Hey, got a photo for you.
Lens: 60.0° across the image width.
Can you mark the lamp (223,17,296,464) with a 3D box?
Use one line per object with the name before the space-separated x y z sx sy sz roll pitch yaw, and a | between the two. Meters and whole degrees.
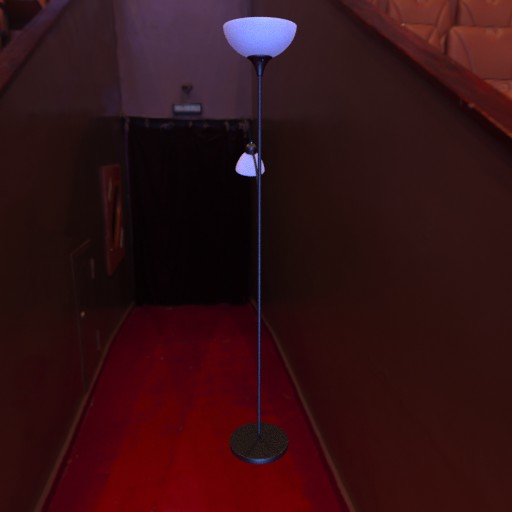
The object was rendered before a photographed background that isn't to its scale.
lamp | 0.000 0.000 1.956 0.279 1.804 0.442 -2 15 -9
